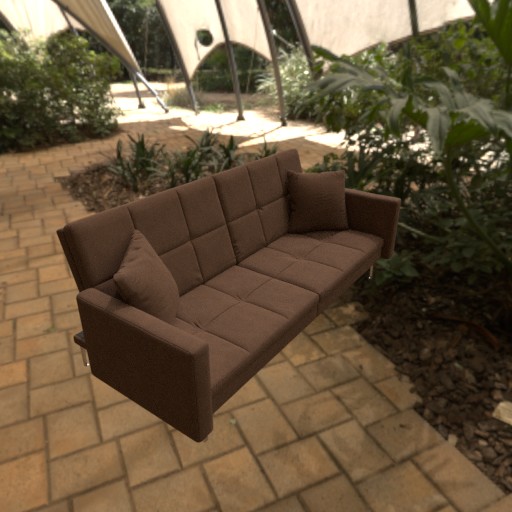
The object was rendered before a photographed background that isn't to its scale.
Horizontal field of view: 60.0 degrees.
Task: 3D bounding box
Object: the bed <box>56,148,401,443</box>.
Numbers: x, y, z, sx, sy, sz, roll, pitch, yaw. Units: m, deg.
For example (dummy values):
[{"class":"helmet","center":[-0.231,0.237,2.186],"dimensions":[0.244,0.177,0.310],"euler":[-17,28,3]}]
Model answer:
[{"class":"bed","center":[0.000,0.000,2.384],"dimensions":[0.889,0.787,1.905],"euler":[18,31,32]}]
